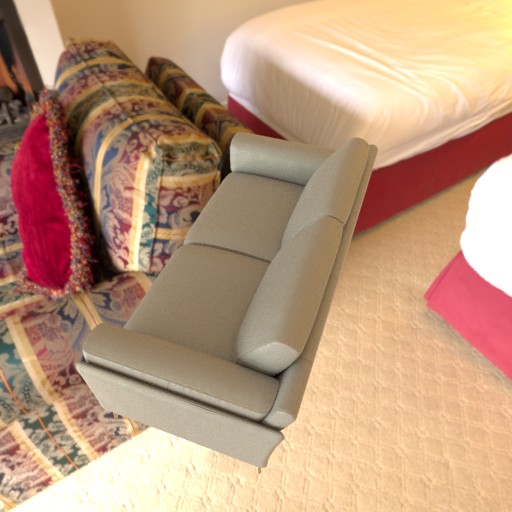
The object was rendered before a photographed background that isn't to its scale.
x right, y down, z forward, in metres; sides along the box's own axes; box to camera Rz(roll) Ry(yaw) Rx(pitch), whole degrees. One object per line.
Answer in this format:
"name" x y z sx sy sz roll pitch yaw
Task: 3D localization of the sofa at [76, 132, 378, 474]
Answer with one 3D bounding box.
"sofa" 0.000 0.000 2.666 1.049 0.930 2.101 15 48 14
